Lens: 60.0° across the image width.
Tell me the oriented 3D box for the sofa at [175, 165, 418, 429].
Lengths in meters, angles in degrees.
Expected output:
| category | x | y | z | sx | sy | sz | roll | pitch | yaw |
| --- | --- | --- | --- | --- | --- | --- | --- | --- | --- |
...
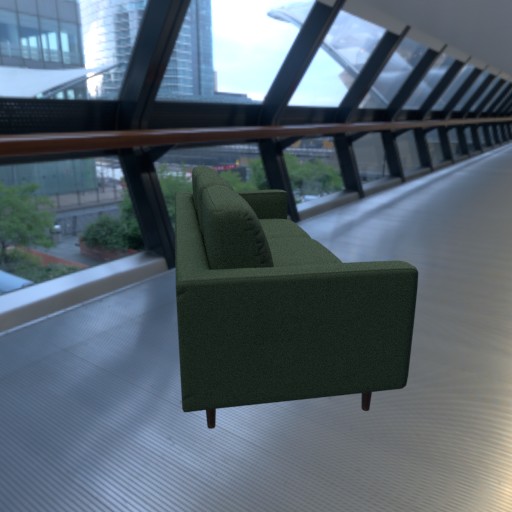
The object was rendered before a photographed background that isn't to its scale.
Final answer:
| category | x | y | z | sx | sy | sz | roll | pitch | yaw |
| --- | --- | --- | --- | --- | --- | --- | --- | --- | --- |
| sofa | 0.000 | 0.000 | 2.500 | 0.879 | 0.899 | 2.029 | -3 | 17 | -10 |
